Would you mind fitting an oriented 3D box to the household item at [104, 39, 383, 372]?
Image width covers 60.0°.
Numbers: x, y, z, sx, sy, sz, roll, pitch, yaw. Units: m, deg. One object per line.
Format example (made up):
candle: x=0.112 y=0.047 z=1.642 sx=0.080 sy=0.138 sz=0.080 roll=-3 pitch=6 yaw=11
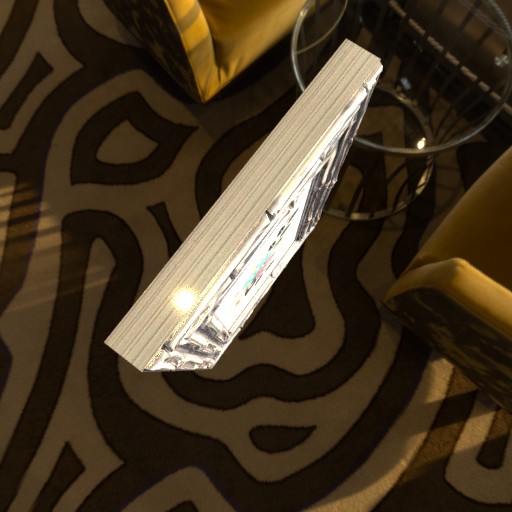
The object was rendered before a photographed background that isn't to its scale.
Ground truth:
household item: x=0.000 y=0.000 z=0.285 sx=0.025 sy=0.216 sz=0.165 roll=35 pitch=78 yaw=8
